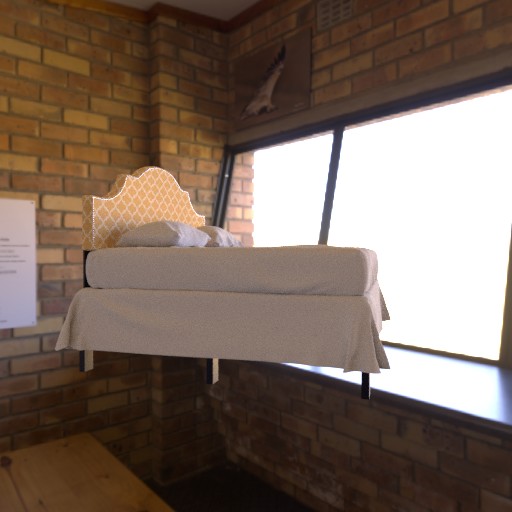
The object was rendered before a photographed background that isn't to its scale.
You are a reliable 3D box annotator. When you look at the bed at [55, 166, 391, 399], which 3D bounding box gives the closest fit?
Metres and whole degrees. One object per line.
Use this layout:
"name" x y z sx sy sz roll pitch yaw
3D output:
"bed" 0.000 0.000 3.796 2.222 1.601 2.314 0 1 17
